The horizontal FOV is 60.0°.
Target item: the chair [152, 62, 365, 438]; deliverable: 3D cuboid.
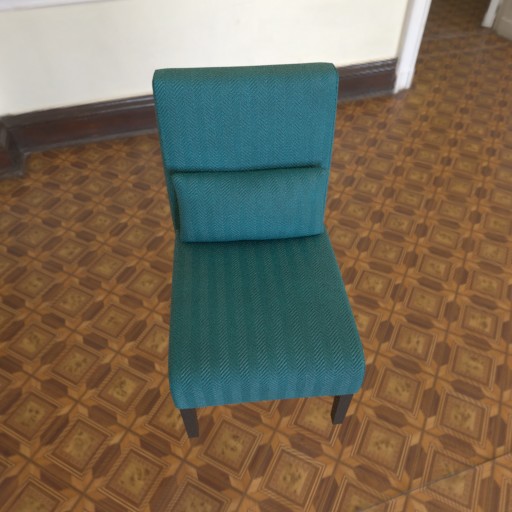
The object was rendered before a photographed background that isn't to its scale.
[{"bbox_3d":[0.000,0.000,1.434,0.579,0.927,0.808,-4,46,-4],"label":"chair"}]
